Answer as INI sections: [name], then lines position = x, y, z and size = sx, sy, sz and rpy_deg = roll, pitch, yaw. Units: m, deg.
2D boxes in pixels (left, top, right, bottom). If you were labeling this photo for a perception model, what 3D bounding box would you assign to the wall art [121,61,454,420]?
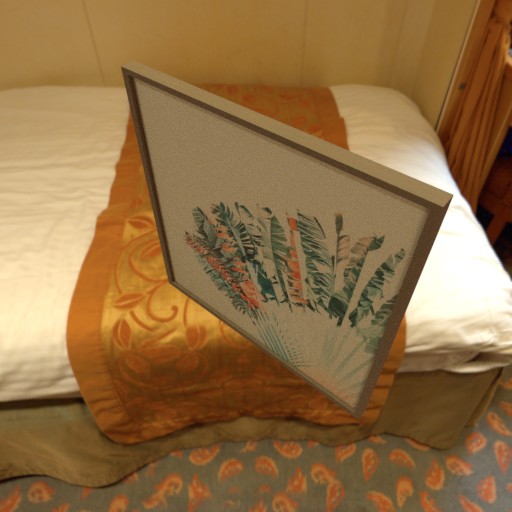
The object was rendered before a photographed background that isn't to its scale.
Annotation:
[wall art]
position = 0.000, 0.000, 1.115
size = 0.761, 0.758, 0.038
rpy_deg = 31, 54, 26
